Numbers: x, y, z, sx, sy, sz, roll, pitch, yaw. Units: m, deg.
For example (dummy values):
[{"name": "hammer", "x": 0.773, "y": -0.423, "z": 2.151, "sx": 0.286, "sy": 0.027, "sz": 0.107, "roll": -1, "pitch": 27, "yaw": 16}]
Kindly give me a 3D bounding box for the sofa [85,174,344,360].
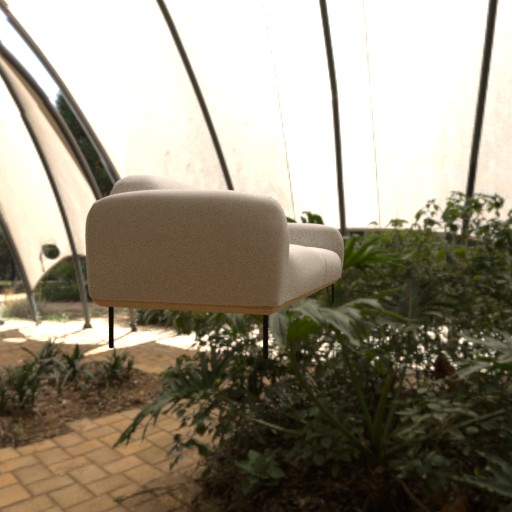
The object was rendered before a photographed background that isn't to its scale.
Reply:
[{"name": "sofa", "x": 0.000, "y": 0.000, "z": 2.757, "sx": 0.880, "sy": 0.780, "sz": 2.257, "roll": 0, "pitch": 0, "yaw": 17}]
